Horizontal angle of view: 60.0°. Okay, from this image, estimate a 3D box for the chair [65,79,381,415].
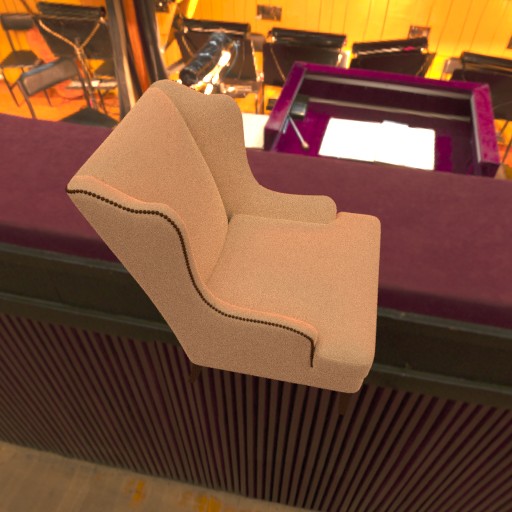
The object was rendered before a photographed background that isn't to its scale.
[{"bbox_3d":[0.000,0.000,1.695,0.940,1.029,0.737,9,47,9],"label":"chair"}]
